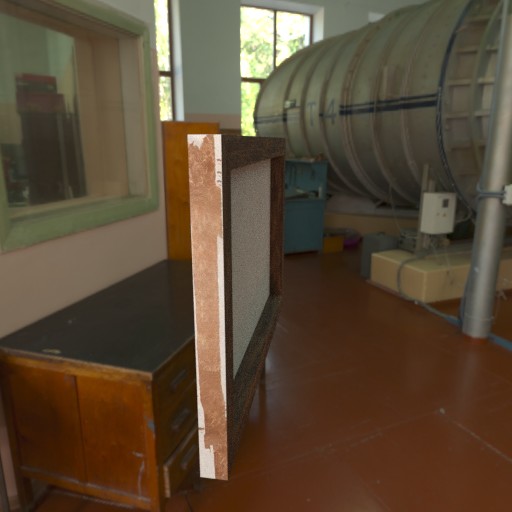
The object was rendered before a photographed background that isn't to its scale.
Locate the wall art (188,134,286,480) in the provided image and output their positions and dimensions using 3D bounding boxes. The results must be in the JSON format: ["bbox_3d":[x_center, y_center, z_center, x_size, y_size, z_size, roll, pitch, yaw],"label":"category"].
[{"bbox_3d":[0.000,0.000,0.780,0.035,0.405,0.609,2,15,9],"label":"wall art"}]
